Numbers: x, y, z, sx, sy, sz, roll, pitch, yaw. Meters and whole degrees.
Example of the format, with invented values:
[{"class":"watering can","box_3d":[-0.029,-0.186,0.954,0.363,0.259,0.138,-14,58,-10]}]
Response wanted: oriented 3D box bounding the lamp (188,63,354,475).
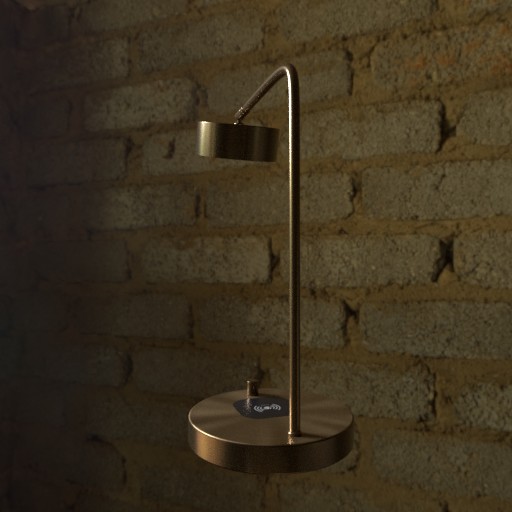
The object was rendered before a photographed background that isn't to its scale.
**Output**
[{"class":"lamp","box_3d":[0.000,0.000,0.514,0.171,0.380,0.270,0,-1,-18]}]
